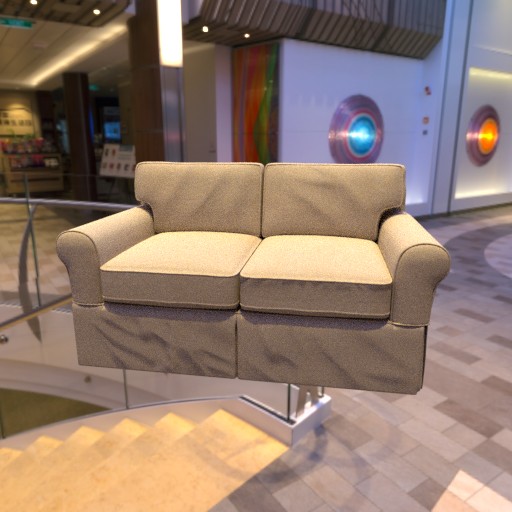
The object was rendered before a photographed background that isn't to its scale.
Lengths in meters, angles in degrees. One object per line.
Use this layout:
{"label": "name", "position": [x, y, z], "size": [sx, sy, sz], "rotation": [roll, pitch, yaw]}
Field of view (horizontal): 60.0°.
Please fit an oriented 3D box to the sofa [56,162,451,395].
{"label": "sofa", "position": [0.000, 0.000, 2.362], "size": [1.727, 0.940, 0.991], "rotation": [2, 15, 9]}
